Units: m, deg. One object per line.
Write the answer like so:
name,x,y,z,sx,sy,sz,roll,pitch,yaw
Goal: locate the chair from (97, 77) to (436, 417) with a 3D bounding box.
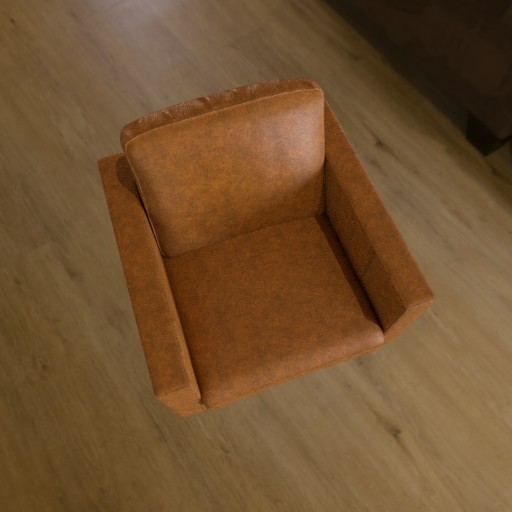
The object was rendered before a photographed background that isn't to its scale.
chair,0.000,0.000,1.644,0.890,0.956,0.909,-18,66,-8
